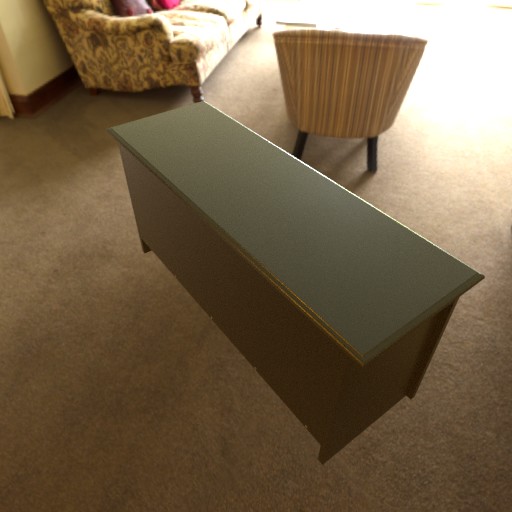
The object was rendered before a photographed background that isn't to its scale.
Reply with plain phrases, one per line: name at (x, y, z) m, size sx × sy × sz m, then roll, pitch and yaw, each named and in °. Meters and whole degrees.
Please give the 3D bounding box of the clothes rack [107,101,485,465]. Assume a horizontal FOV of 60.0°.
clothes rack at (0.000, 0.000, 1.470) m, size 0.406 × 0.556 × 1.219 m, roll -27°, pitch 48°, yaw -26°
